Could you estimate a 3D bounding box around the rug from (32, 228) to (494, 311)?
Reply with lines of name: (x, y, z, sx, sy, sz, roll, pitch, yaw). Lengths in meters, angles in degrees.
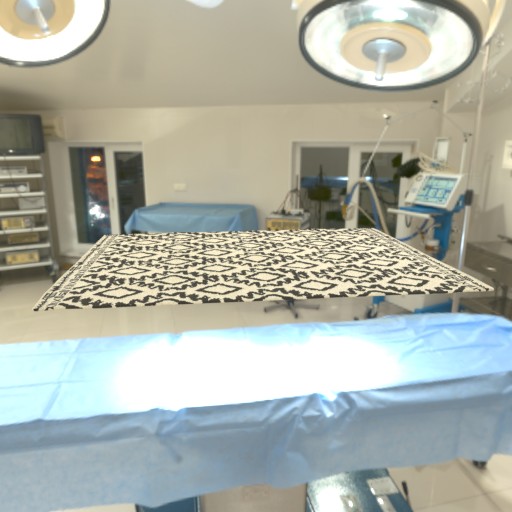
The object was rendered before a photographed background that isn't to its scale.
rug: (0.000, 0.000, 4.318, 3.369, 0.036, 2.444, -2, 15, -7)
